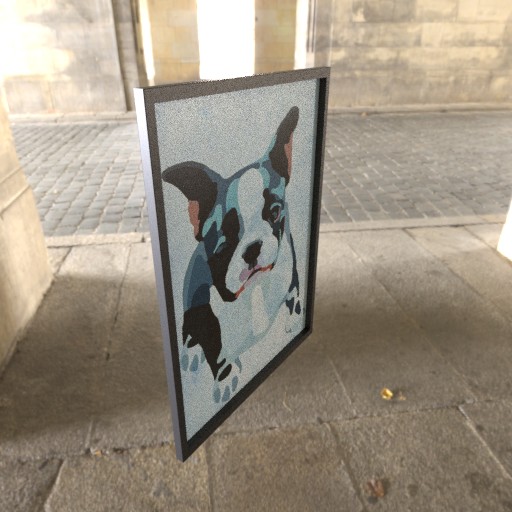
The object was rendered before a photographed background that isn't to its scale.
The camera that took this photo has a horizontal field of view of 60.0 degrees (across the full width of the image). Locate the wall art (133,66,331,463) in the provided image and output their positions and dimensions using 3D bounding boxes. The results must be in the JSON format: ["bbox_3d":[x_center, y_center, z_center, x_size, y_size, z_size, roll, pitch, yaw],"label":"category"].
[{"bbox_3d":[0.000,0.000,1.354,0.030,1.027,0.774,18,32,31],"label":"wall art"}]
